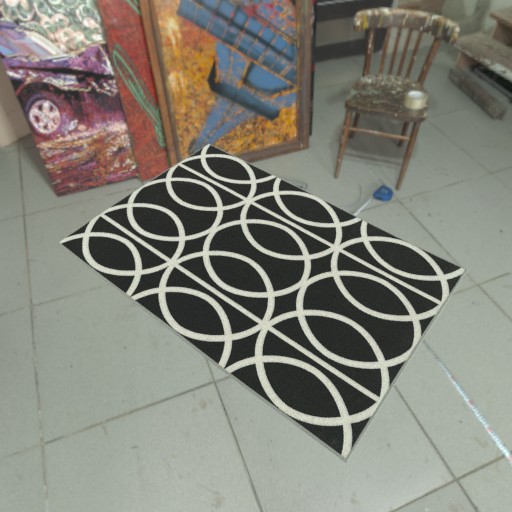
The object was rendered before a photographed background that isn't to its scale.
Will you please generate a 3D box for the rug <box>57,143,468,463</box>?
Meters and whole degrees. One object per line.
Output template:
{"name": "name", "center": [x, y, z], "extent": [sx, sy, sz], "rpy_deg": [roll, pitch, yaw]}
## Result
{"name": "rug", "center": [0.000, 0.000, 2.941], "extent": [2.290, 0.014, 1.526], "rpy_deg": [31, 55, 25]}
